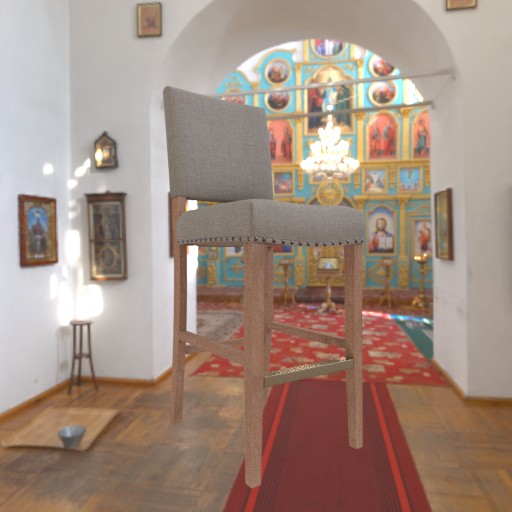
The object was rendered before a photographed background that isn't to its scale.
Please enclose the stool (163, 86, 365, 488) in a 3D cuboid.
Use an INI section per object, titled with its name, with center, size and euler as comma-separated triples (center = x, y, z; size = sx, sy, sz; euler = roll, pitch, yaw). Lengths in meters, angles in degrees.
[stool]
center = 0.000, 0.000, 1.497
size = 0.445, 1.203, 0.585
euler = 0, 1, -35
